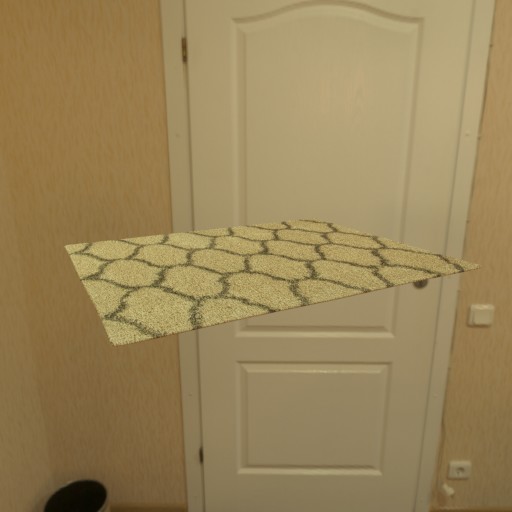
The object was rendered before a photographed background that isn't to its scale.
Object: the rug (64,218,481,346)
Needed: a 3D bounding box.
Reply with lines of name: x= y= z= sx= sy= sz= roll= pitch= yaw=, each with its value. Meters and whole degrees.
rug: x=0.000 y=0.000 z=4.020 sx=3.000 sy=0.026 sz=2.399 roll=-8 pitch=18 yaw=-27
